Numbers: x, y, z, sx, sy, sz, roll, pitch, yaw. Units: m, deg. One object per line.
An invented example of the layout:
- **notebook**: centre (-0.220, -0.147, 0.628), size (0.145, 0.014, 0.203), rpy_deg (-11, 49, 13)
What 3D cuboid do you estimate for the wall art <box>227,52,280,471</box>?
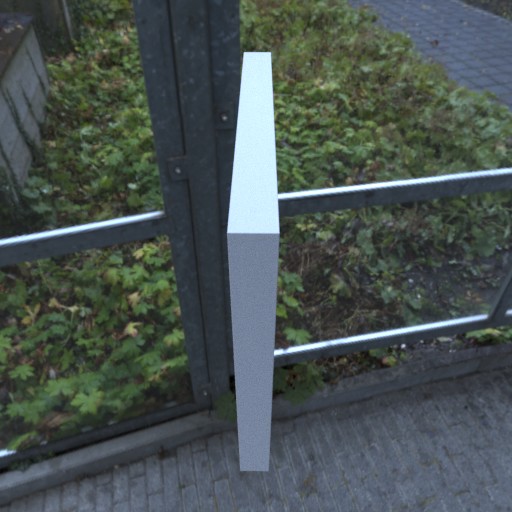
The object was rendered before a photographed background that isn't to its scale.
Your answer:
- **wall art**: centre (0.000, 0.000, 0.607), size (0.038, 0.406, 0.406), rpy_deg (0, 42, 0)
